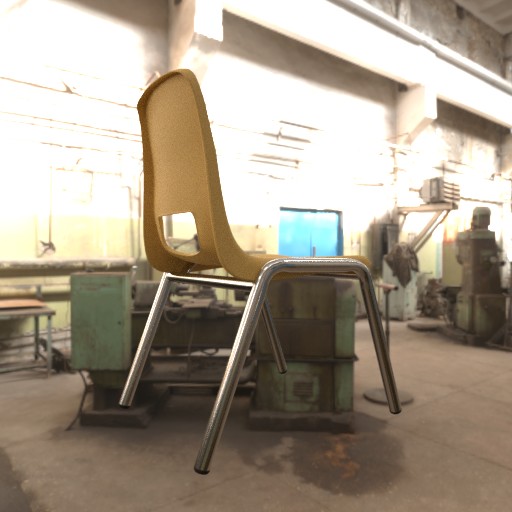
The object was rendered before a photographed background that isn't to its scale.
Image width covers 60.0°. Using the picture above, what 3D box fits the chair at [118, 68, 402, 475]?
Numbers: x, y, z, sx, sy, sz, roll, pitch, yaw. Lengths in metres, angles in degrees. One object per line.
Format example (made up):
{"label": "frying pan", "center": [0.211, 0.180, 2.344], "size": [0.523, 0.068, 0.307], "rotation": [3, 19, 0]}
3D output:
{"label": "chair", "center": [0.000, 0.000, 0.840], "size": [0.423, 0.586, 0.354], "rotation": [0, 1, -36]}
